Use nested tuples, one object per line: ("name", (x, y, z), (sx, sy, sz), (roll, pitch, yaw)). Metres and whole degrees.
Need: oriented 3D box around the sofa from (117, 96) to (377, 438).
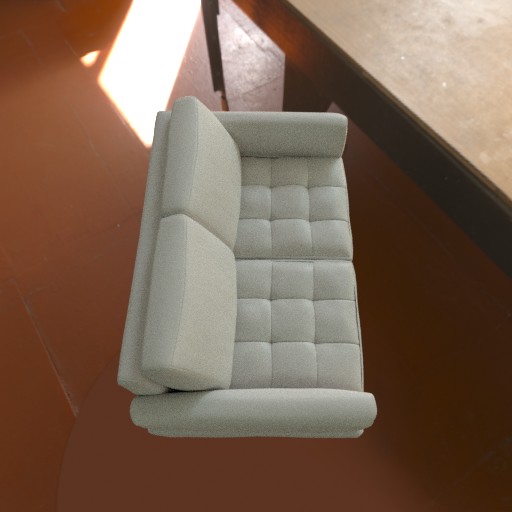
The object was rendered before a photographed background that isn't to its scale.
("sofa", (0.000, 0.000, 2.422), (1.121, 0.930, 1.819), (1, 64, 0))
